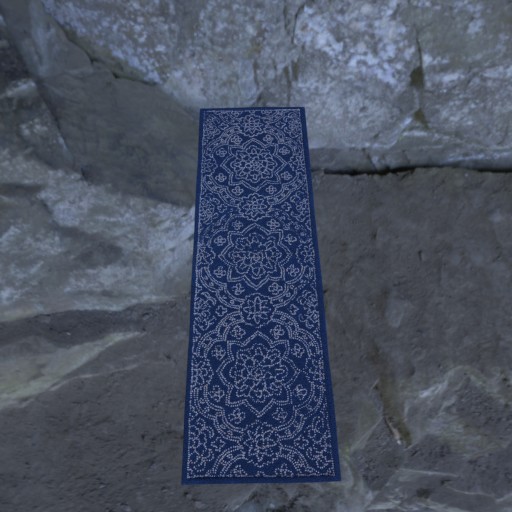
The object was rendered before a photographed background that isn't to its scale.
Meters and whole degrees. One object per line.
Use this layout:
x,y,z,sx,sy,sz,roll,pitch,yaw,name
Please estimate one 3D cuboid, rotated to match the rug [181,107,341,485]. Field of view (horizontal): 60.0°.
0.000,0.000,2.677,0.769,0.012,2.448,-1,63,-1,rug
